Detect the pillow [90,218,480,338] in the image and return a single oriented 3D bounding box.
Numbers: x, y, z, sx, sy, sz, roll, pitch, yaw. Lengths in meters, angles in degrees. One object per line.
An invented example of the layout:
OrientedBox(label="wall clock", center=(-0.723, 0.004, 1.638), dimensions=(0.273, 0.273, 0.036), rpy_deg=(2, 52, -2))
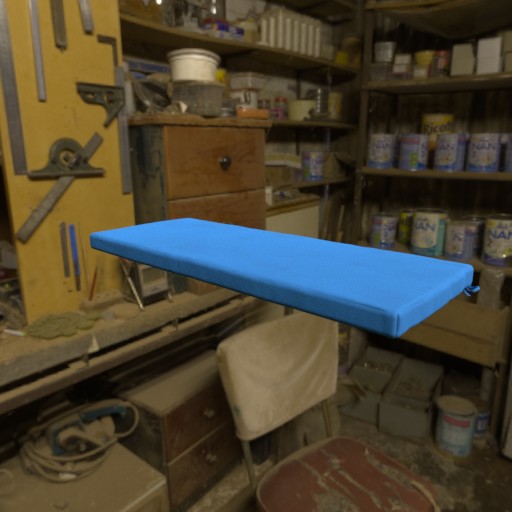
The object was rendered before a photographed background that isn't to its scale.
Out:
OrientedBox(label="pillow", center=(0.000, 0.000, 1.363), dimensions=(1.187, 0.081, 0.492), rpy_deg=(12, 19, 40))
